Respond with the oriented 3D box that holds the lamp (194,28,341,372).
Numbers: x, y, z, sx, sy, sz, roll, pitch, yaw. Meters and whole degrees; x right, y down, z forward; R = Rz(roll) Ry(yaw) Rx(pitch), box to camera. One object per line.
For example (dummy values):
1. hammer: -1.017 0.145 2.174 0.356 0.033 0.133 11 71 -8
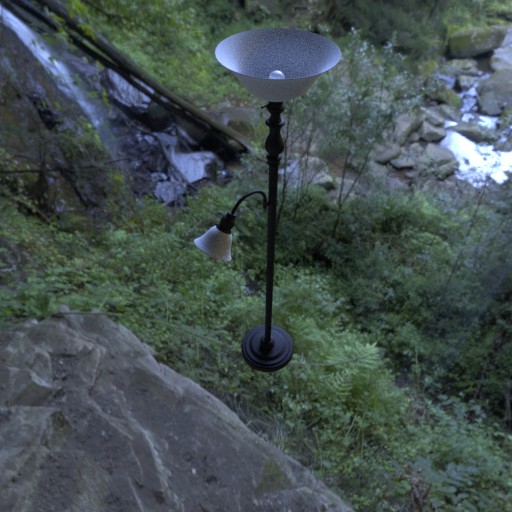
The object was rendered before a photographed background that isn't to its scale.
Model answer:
1. lamp: 0.000 0.000 2.038 0.588 1.793 0.405 -31 54 -26
